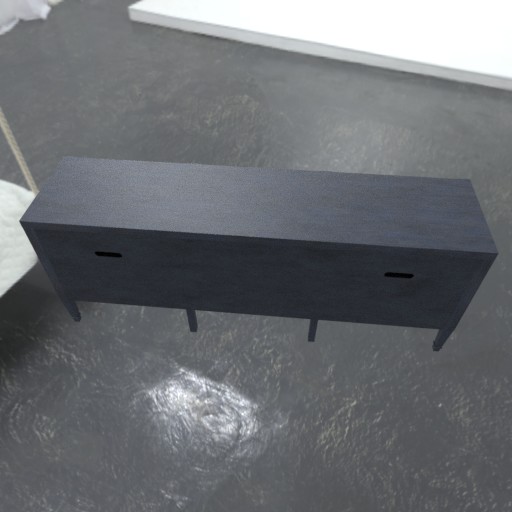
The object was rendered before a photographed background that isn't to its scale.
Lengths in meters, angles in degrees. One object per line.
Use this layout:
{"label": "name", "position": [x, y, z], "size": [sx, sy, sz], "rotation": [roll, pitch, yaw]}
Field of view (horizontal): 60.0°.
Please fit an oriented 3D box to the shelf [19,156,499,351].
{"label": "shelf", "position": [0.000, 0.000, 2.148], "size": [1.878, 0.715, 0.471], "rotation": [4, 47, 4]}
